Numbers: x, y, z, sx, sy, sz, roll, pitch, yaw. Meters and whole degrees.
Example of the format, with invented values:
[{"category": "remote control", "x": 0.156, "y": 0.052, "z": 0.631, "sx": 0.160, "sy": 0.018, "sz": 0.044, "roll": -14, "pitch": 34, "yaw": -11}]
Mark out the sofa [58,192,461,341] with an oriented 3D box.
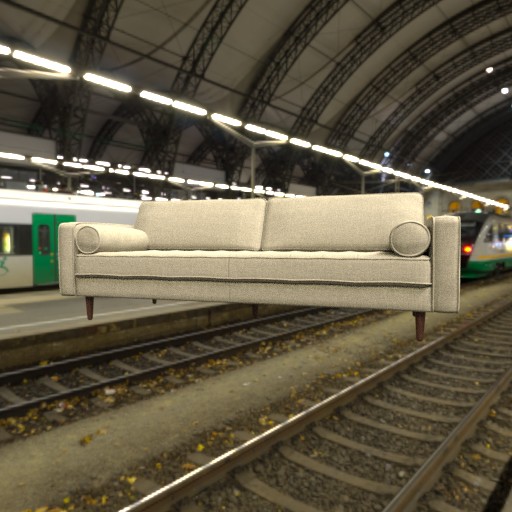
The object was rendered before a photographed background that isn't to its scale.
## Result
[{"category": "sofa", "x": 0.000, "y": 0.000, "z": 2.703, "sx": 2.211, "sy": 0.762, "sz": 0.914, "roll": 1, "pitch": 2, "yaw": 18}]
